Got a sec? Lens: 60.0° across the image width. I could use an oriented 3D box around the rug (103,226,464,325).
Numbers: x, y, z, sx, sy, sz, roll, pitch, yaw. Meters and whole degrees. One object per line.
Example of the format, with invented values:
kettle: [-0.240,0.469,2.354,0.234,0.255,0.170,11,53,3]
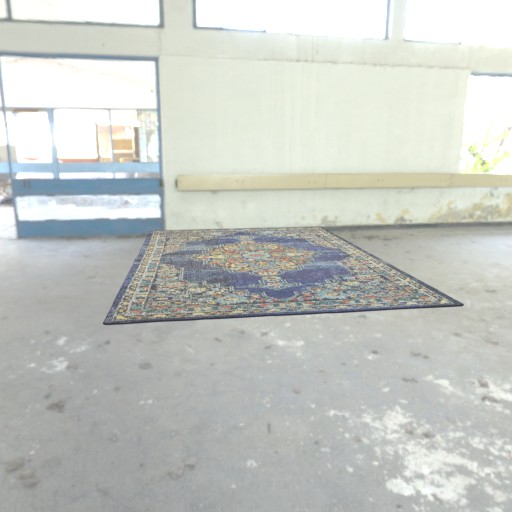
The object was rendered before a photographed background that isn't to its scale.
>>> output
rug: [0.000,0.000,3.856,2.053,0.011,2.940,-2,13,-8]
